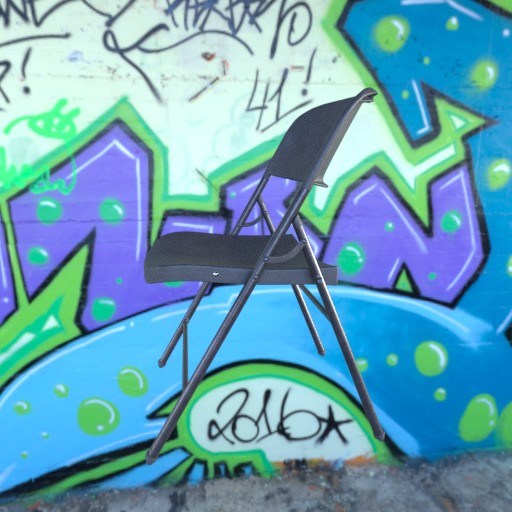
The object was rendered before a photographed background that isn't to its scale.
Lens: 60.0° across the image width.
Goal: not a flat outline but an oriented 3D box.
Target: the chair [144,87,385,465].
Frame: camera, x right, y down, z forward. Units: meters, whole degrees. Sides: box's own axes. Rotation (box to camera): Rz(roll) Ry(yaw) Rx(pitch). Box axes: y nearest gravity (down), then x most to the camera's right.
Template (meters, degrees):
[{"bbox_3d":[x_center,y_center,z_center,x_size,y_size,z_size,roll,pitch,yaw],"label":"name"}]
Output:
[{"bbox_3d":[0.000,0.000,1.155,0.567,0.810,0.494,-2,13,-9],"label":"chair"}]
